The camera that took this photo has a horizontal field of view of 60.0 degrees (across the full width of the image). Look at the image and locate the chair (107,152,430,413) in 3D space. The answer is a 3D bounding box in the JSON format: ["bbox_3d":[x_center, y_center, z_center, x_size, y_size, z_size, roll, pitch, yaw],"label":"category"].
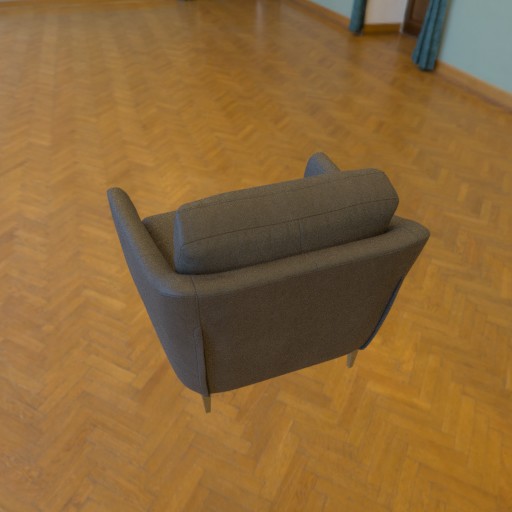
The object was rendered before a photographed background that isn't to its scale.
[{"bbox_3d":[0.000,0.000,1.713,0.988,0.901,0.961,-13,42,-15],"label":"chair"}]
